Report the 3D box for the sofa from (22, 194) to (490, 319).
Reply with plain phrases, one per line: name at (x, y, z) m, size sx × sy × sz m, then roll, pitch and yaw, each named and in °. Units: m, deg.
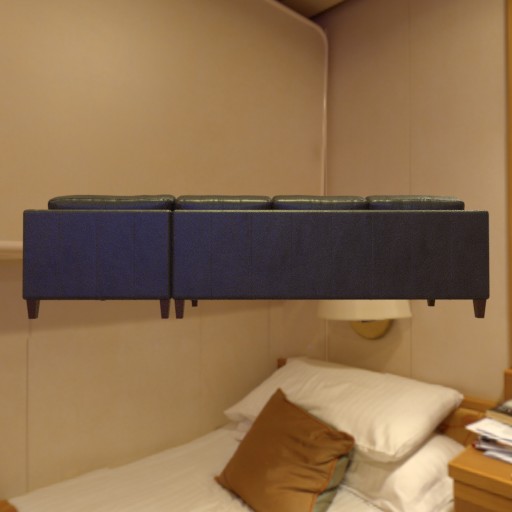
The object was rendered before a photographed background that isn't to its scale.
sofa at (0.000, 0.000, 3.810) m, size 3.203 × 0.883 × 1.581 m, roll 0°, pitch -1°, yaw -1°
